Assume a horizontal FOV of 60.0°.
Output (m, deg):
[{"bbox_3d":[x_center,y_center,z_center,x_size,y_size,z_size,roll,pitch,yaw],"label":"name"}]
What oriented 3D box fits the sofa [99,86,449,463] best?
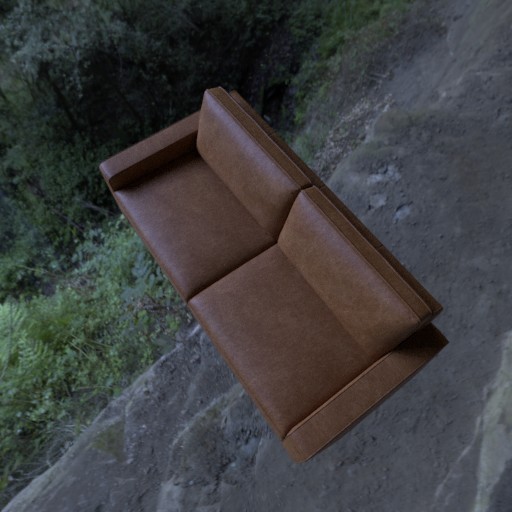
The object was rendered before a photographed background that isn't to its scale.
[{"bbox_3d":[0.000,0.000,2.664,0.991,0.928,2.156,-33,69,-15],"label":"sofa"}]
